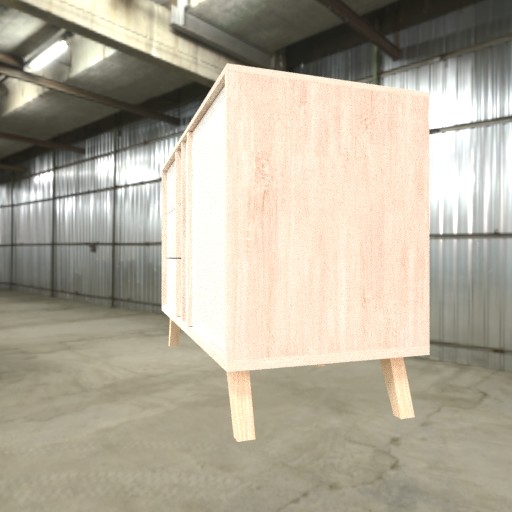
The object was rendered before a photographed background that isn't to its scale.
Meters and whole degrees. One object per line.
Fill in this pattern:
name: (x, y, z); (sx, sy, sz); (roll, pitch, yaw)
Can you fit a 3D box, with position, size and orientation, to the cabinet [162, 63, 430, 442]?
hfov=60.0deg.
cabinet: (0.000, 0.000, 1.505); (0.500, 0.780, 1.110); (0, 0, -19)
